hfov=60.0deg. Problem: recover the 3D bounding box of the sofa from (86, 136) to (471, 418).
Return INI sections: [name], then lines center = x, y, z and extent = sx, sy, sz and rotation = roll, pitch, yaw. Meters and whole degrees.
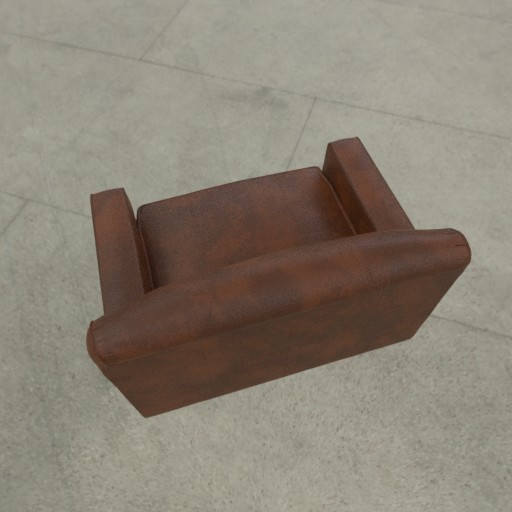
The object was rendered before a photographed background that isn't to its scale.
[sofa]
center = 0.000, 0.000, 2.087
extent = 1.413, 0.956, 1.000
rotation = -14, 58, -9
